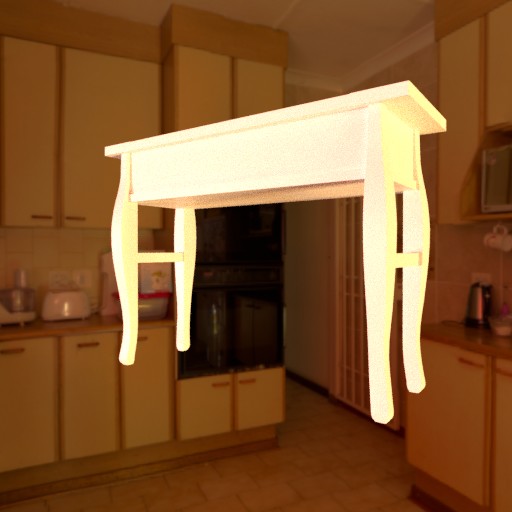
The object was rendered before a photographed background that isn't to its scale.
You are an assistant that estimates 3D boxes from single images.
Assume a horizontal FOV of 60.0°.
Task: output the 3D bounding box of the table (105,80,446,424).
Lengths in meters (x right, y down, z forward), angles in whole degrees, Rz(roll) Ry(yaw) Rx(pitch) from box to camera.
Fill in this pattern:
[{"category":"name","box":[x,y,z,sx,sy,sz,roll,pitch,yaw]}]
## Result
[{"category":"table","box":[0.000,0.000,1.414,1.062,0.768,0.373,0,1,35]}]
